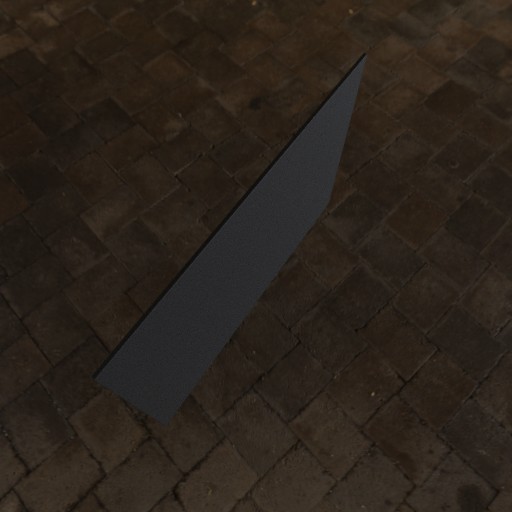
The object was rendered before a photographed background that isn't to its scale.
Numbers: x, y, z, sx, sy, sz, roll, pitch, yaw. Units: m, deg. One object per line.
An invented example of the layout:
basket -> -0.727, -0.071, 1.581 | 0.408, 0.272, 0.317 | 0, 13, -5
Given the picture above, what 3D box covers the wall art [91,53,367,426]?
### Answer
wall art -> 0.000, 0.000, 1.495 | 0.013, 0.811, 1.192 | 31, 67, 15
